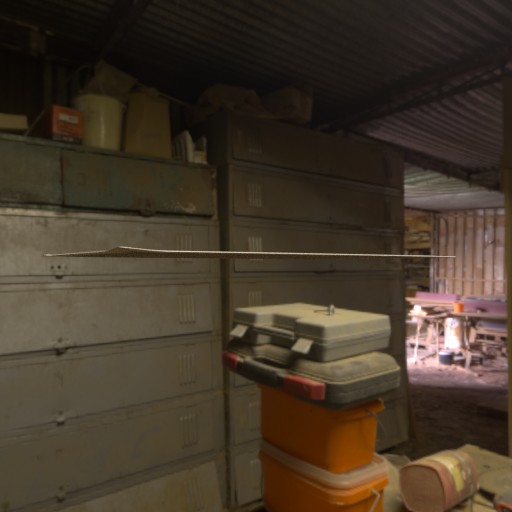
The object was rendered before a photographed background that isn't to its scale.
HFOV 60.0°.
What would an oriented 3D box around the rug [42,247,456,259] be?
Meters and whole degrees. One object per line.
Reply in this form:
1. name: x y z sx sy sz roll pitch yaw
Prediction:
1. rug: 0.000 0.000 3.052 2.434 0.023 1.518 1 -1 -36
